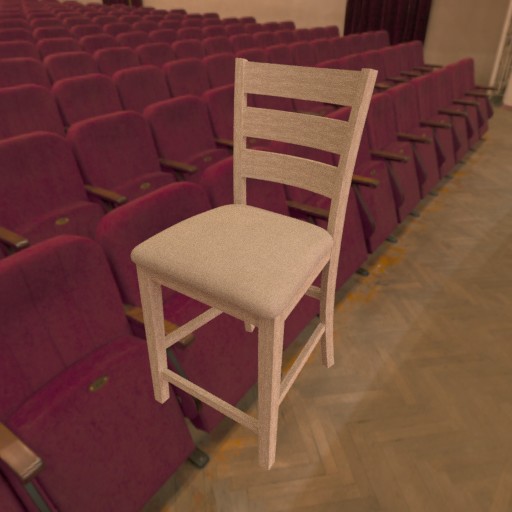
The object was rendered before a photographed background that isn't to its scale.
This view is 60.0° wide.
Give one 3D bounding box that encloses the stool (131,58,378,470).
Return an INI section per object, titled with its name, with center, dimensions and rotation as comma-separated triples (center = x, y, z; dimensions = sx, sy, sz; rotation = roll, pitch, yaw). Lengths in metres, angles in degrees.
[stool]
center = 0.000, 0.000, 1.335
dimensions = 0.484, 1.032, 0.569
rotation = 19, 35, 30
